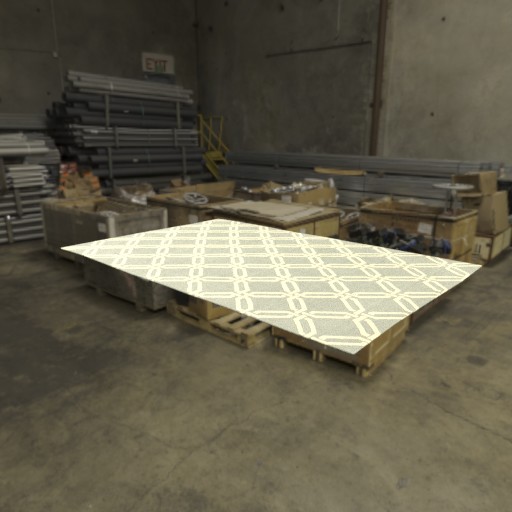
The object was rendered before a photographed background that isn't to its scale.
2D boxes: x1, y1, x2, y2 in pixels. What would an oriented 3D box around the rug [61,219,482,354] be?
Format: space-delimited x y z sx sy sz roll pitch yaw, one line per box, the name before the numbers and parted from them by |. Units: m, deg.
rug | 0.000 0.000 2.171 1.754 0.010 1.148 13 20 40
